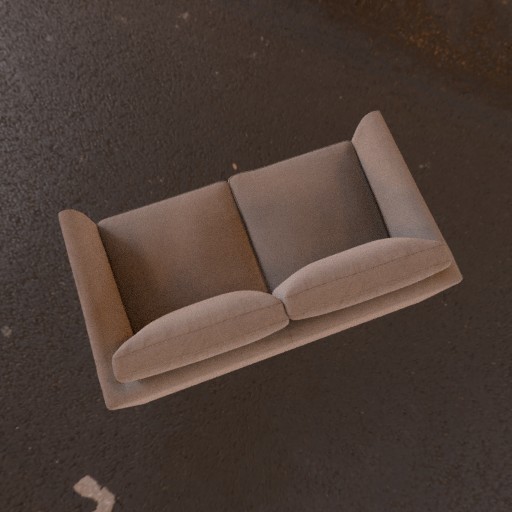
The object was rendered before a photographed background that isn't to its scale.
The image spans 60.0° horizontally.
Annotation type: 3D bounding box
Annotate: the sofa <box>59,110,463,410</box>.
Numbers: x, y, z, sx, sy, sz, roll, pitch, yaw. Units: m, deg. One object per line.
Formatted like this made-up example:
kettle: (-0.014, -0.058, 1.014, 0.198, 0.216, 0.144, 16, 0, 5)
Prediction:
sofa: (0.000, 0.000, 2.544, 1.905, 0.839, 1.091, -19, 75, -5)
